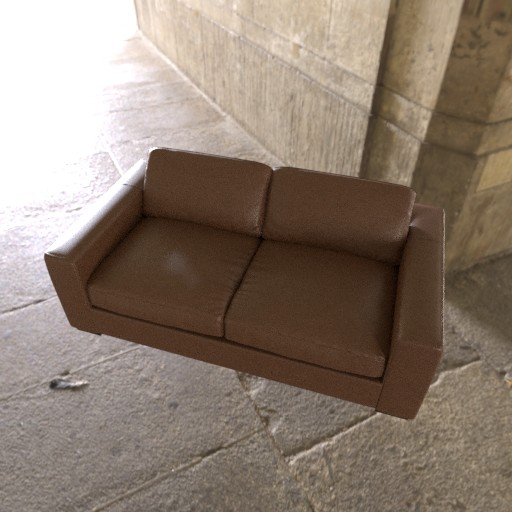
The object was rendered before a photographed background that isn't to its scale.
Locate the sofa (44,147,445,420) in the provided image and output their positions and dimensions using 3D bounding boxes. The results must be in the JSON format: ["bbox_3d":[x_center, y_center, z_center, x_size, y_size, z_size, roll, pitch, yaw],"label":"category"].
[{"bbox_3d":[0.000,0.000,2.451,1.920,0.800,1.070,12,42,13],"label":"sofa"}]
